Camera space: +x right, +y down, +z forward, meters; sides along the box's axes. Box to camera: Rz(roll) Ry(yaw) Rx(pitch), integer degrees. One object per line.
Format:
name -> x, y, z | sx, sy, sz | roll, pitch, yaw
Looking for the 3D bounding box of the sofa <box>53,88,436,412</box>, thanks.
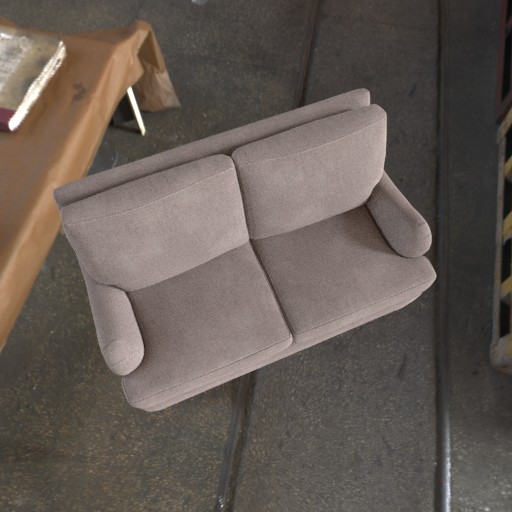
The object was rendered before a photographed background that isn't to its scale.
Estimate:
sofa -> 0.000, 0.000, 2.544 | 1.853, 1.101, 1.084 | -21, 66, -10
